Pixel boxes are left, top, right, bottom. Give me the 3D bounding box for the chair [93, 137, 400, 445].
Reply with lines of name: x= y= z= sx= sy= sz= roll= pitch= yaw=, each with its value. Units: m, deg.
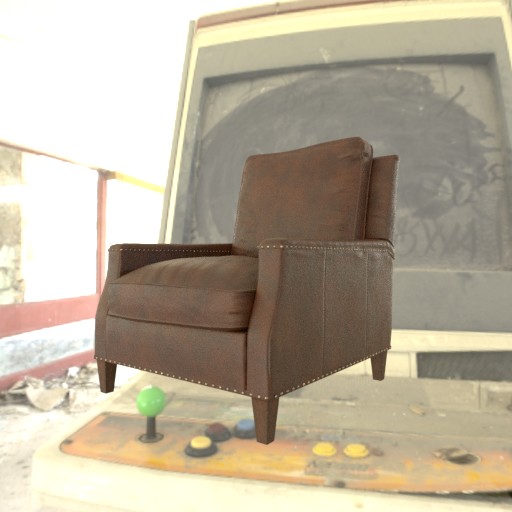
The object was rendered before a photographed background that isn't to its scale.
chair: x=0.000 y=0.000 z=1.842 sx=0.854 sy=1.054 sz=1.035 roll=0 pitch=0 yaw=38
